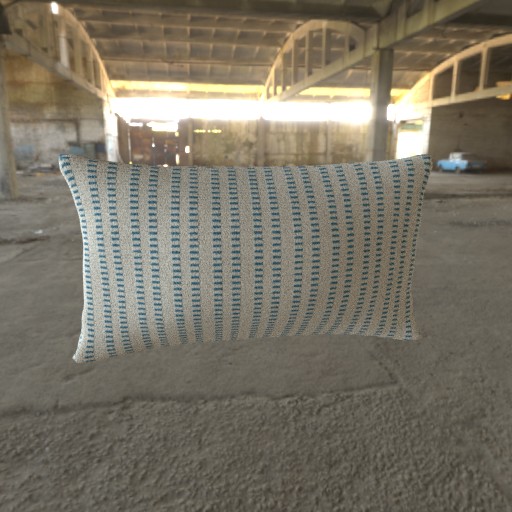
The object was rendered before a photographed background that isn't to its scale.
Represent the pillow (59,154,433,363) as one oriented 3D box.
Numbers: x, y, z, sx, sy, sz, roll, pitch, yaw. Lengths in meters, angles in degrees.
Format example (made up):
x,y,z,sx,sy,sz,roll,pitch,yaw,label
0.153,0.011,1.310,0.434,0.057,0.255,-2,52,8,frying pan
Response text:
x,y,z,sx,sy,sz,roll,pitch,yaw,label
0.000,0.000,0.786,0.640,0.353,0.210,-2,14,-9,pillow
